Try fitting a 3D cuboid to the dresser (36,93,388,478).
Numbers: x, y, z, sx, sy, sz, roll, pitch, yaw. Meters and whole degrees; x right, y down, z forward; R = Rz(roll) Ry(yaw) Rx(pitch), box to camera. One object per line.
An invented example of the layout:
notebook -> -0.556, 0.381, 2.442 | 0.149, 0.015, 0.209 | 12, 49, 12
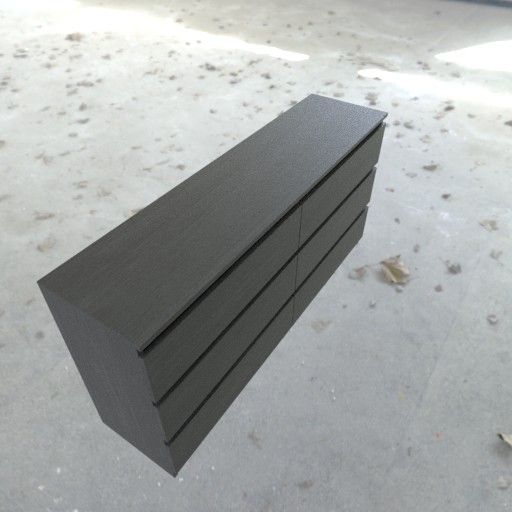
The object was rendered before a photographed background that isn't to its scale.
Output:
dresser -> 0.000, 0.000, 1.904 | 0.400, 0.795, 1.590 | 24, 47, 25
